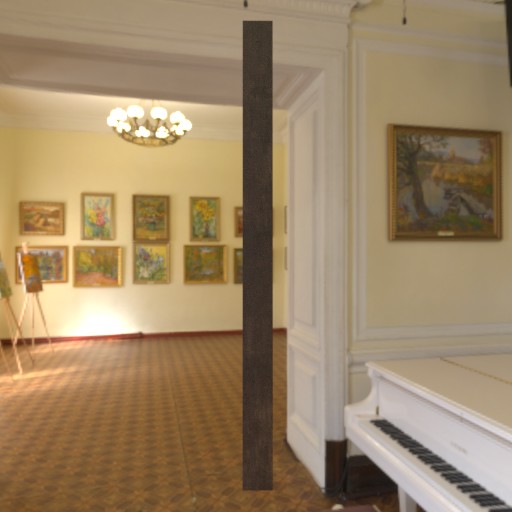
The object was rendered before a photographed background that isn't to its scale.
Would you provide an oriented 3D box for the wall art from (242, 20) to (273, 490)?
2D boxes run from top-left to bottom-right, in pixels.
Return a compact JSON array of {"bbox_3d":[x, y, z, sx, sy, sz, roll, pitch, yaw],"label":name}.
[{"bbox_3d":[0.000,0.000,0.547,0.027,0.406,0.329,0,0,-1],"label":"wall art"}]
